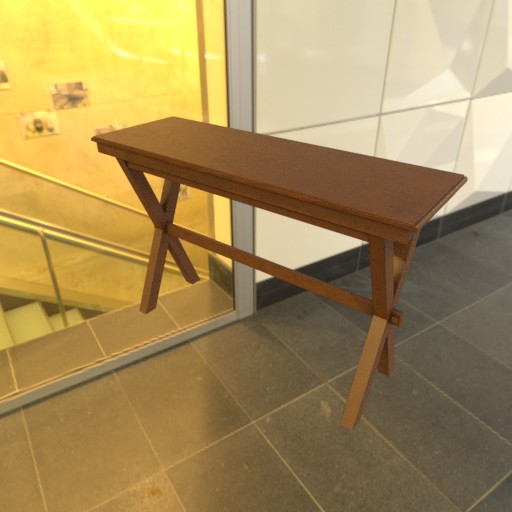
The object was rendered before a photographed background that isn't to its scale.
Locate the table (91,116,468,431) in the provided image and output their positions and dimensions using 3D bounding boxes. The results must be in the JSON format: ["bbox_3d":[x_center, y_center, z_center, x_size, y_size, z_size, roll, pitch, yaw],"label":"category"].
[{"bbox_3d":[0.000,0.000,1.613,1.197,0.763,0.399,21,36,32],"label":"table"}]
